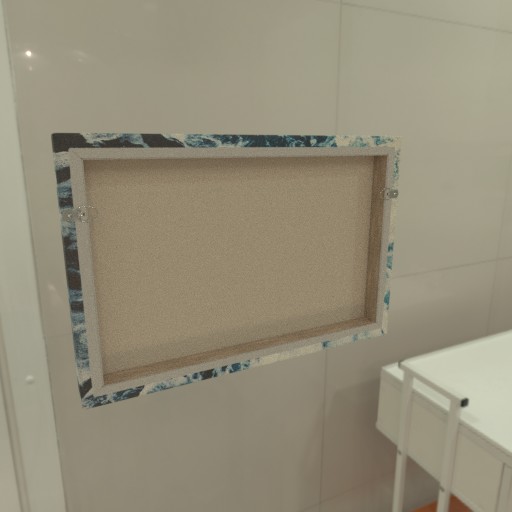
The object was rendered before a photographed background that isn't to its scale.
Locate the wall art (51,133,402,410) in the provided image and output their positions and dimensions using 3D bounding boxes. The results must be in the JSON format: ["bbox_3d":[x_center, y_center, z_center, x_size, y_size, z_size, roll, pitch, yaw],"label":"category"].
[{"bbox_3d":[0.000,0.000,0.772,0.609,0.407,0.043,-7,16,-26],"label":"wall art"}]
